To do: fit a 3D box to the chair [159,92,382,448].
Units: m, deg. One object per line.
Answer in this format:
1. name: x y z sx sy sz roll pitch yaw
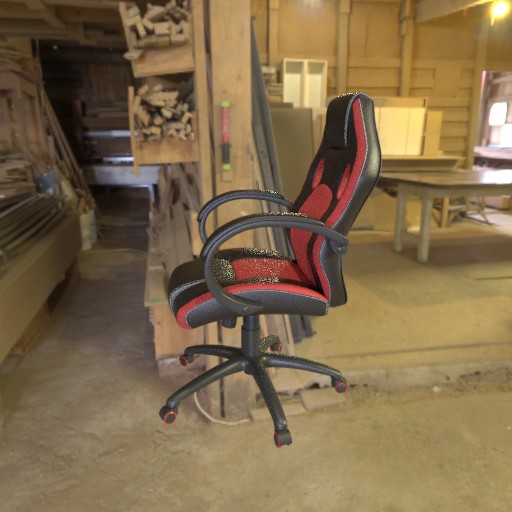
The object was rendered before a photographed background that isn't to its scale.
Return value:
1. chair: 0.000 0.000 1.712 0.783 1.189 0.750 -2 16 -8
